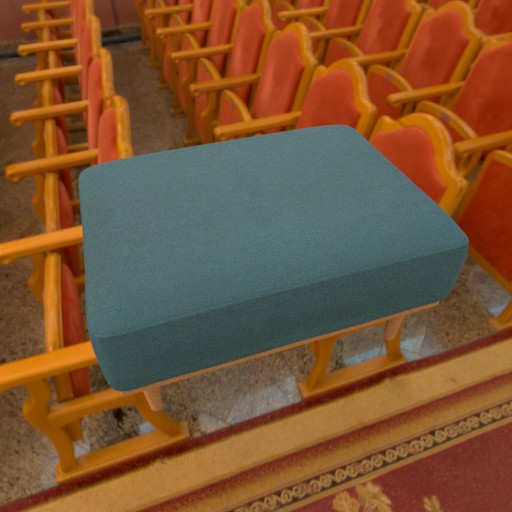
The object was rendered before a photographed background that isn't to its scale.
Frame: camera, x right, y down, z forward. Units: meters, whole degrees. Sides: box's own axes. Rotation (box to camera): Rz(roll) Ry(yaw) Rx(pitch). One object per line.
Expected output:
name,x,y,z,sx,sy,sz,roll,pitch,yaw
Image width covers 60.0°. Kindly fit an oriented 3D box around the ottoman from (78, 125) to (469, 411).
ottoman,0.000,0.000,1.073,0.749,0.428,0.549,-13,44,-14
